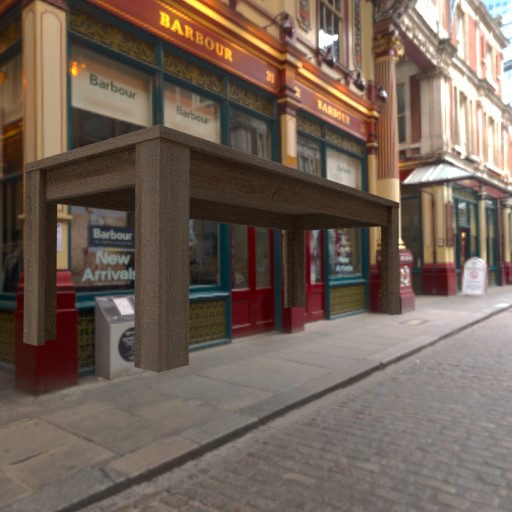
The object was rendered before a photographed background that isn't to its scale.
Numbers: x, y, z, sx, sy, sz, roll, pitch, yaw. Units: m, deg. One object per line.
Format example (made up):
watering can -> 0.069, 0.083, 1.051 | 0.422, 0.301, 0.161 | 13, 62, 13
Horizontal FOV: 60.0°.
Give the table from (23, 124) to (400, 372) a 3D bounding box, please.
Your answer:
table -> 0.000, 0.000, 2.556 | 0.900, 0.790, 2.200 | -1, -2, 37
